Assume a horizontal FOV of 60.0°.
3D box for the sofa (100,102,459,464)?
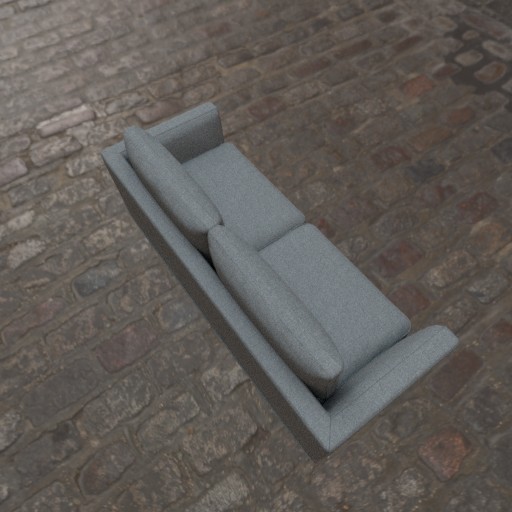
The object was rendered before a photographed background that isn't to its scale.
[{"bbox_3d":[0.000,0.000,2.673,0.869,1.002,2.212,-32,62,-19],"label":"sofa"}]
